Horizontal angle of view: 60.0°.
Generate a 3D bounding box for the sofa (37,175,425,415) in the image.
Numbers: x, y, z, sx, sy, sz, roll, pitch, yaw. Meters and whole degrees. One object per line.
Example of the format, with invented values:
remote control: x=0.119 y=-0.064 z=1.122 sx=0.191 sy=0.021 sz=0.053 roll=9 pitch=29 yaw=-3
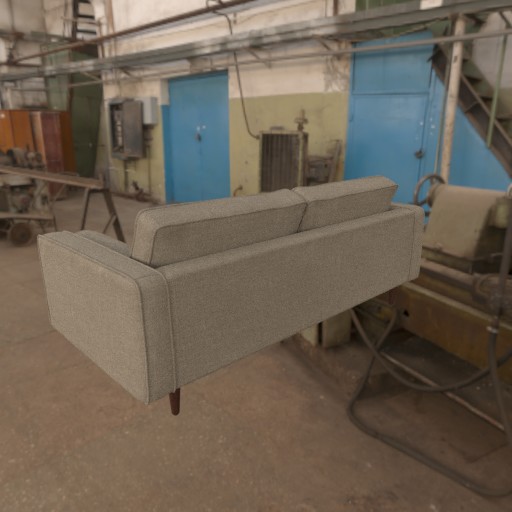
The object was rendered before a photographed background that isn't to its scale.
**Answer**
sofa: x=0.000 y=0.000 z=2.314 sx=1.879 sy=0.762 sz=0.914 roll=-15 pitch=22 yaw=-41
